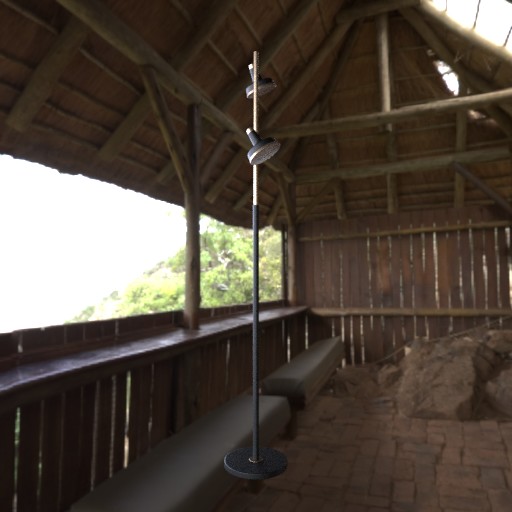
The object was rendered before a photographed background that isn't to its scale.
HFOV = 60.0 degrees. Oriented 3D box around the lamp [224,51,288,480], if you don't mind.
[{"bbox_3d":[0.000,0.000,1.798,0.253,1.674,0.351,0,-2,0],"label":"lamp"}]
